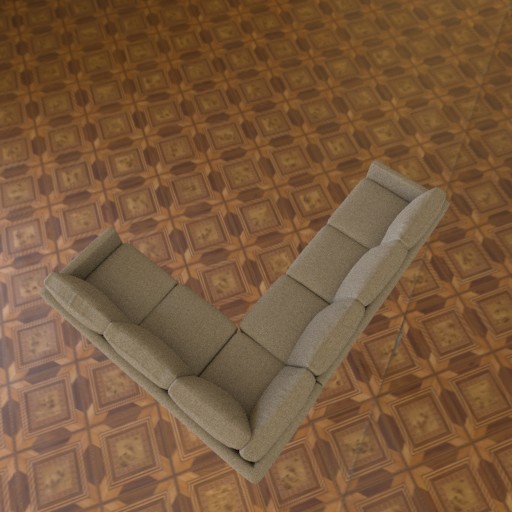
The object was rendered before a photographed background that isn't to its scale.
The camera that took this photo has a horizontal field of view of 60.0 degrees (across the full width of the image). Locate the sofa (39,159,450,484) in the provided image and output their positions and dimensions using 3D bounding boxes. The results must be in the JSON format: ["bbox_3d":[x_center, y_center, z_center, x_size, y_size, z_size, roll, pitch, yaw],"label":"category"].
[{"bbox_3d":[0.000,0.000,4.515,2.593,0.947,3.302,35,69,16],"label":"sofa"}]
